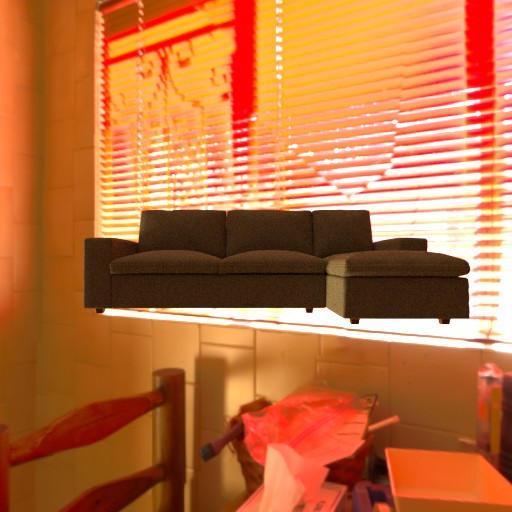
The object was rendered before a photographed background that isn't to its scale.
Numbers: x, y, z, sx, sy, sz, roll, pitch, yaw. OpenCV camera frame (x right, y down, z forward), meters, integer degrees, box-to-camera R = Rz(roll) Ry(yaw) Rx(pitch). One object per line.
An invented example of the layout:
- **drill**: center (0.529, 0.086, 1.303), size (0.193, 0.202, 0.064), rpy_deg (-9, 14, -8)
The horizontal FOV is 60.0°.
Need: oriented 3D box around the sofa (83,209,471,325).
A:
- **sofa**: center (0.000, 0.000, 3.621), size (2.718, 0.940, 1.689), rpy_deg (0, -1, 0)
